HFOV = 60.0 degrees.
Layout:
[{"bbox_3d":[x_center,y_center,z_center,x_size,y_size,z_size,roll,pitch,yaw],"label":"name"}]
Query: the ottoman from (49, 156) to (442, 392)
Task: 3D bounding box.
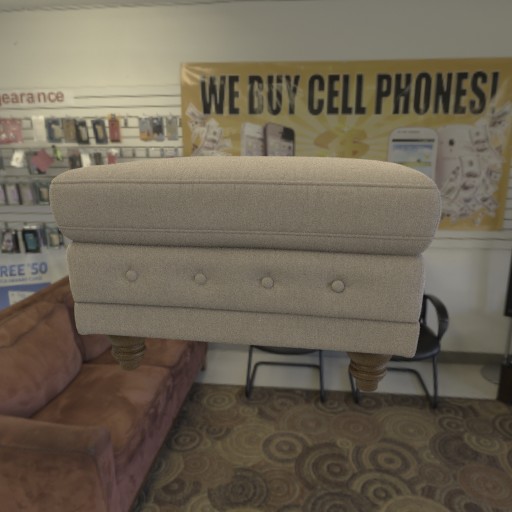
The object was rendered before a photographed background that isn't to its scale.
[{"bbox_3d":[0.000,0.000,1.145,0.771,0.500,0.569,2,14,9],"label":"ottoman"}]
